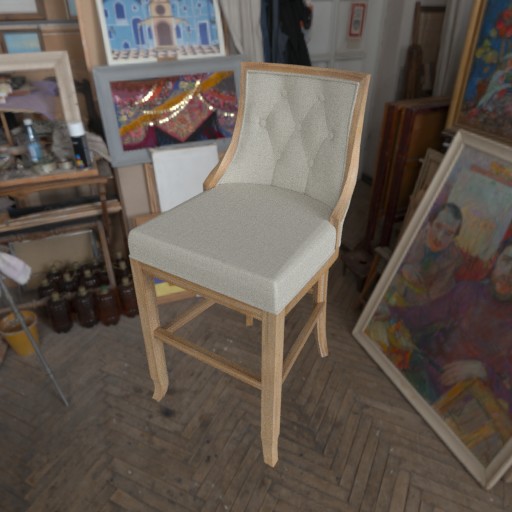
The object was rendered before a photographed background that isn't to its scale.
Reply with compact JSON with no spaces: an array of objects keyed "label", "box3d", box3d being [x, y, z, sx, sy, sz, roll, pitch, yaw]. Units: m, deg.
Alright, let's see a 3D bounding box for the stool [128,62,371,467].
[{"label":"stool","box3d":[0.000,0.000,1.474,0.524,1.101,0.626,18,36,27]}]
